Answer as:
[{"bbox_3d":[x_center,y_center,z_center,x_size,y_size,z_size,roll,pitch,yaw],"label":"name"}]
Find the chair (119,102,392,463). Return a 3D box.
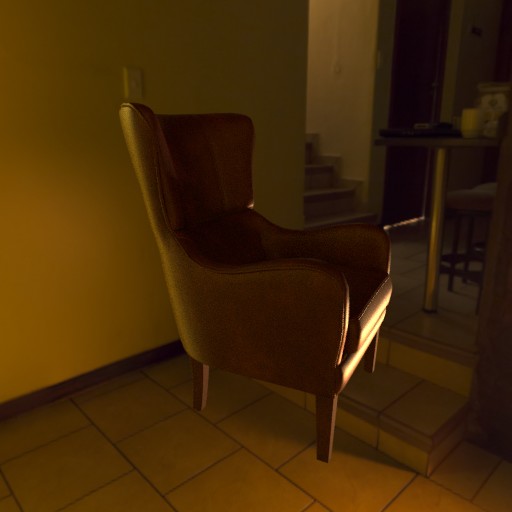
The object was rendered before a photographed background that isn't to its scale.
[{"bbox_3d":[0.000,0.000,1.629,0.914,1.048,0.692,7,16,26],"label":"chair"}]
